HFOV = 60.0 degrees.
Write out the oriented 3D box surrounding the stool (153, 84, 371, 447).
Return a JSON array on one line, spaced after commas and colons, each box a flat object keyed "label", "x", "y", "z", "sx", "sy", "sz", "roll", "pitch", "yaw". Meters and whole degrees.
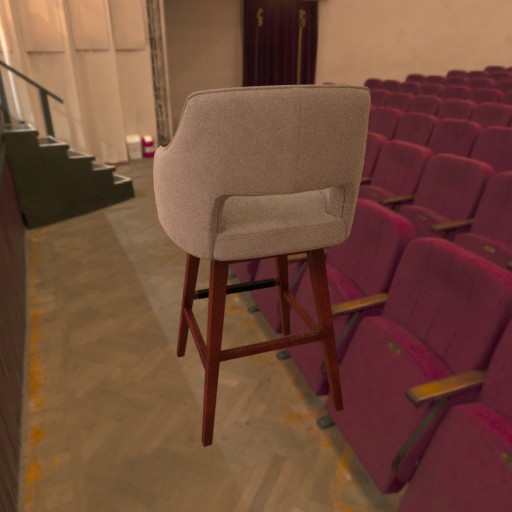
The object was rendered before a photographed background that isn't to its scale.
[{"label": "stool", "x": 0.000, "y": 0.000, "z": 1.360, "sx": 0.548, "sy": 1.012, "sz": 0.558, "roll": -8, "pitch": 26, "yaw": -17}]
